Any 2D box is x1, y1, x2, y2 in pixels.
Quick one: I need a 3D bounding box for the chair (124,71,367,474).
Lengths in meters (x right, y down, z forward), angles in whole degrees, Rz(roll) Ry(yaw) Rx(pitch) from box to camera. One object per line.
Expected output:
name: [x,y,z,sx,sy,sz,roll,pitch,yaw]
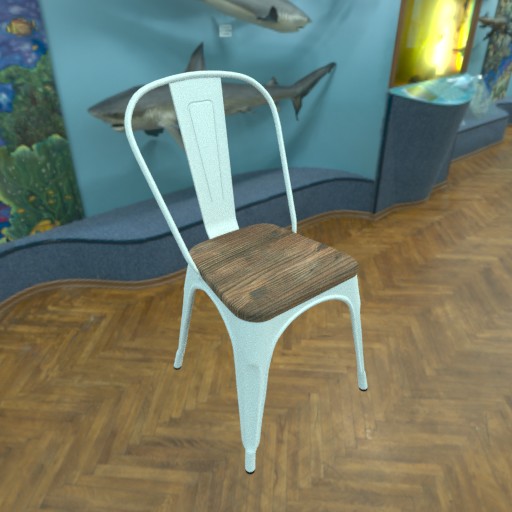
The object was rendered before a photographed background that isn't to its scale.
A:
chair: [0.000,0.000,1.169,0.452,0.851,0.521,-22,37,-32]
